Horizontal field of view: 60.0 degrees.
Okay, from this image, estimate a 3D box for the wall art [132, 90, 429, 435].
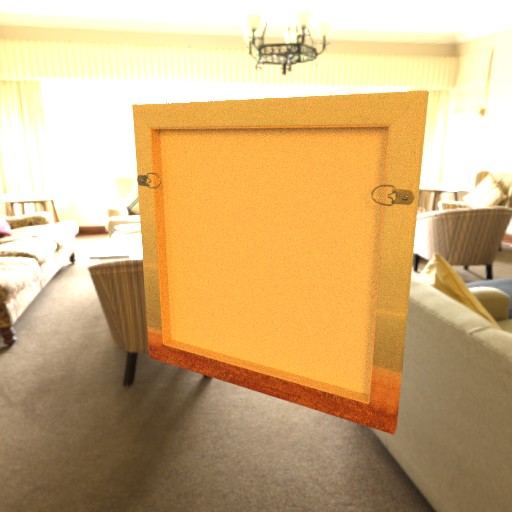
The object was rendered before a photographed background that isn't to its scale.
[{"bbox_3d":[0.000,0.000,0.903,0.605,0.605,0.034,8,17,29],"label":"wall art"}]
